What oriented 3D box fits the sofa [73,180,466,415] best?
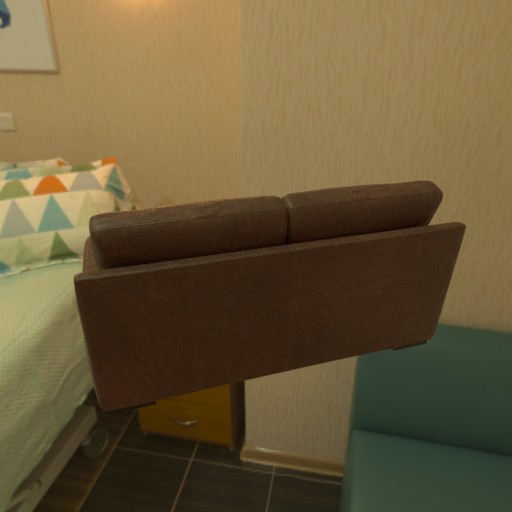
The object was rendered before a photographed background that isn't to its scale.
[{"bbox_3d":[0.000,0.000,2.503,1.880,0.939,1.143,-8,27,-16],"label":"sofa"}]
